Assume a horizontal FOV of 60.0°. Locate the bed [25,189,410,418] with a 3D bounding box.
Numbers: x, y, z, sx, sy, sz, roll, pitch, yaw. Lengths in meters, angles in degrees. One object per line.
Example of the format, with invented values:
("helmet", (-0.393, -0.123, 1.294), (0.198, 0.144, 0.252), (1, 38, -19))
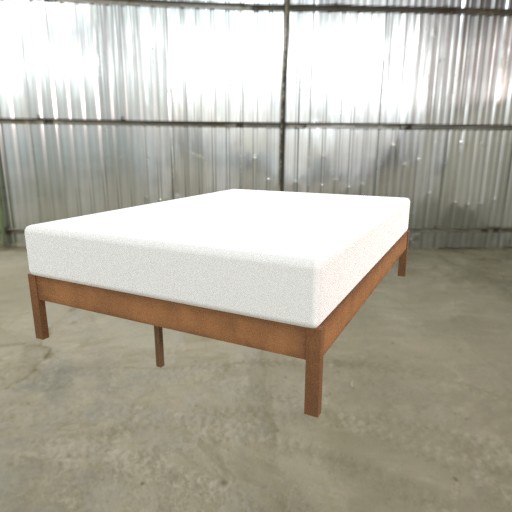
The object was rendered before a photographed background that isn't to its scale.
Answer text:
("bed", (0.000, 0.000, 2.761), (1.529, 0.593, 2.050), (7, 16, 26))
